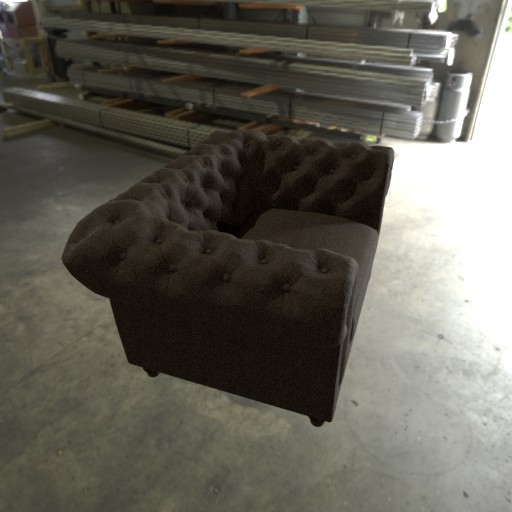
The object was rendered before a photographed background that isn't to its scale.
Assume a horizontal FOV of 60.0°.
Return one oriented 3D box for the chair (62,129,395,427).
[{"bbox_3d":[0.000,0.000,1.887,0.945,0.780,1.298,11,33,17],"label":"chair"}]
